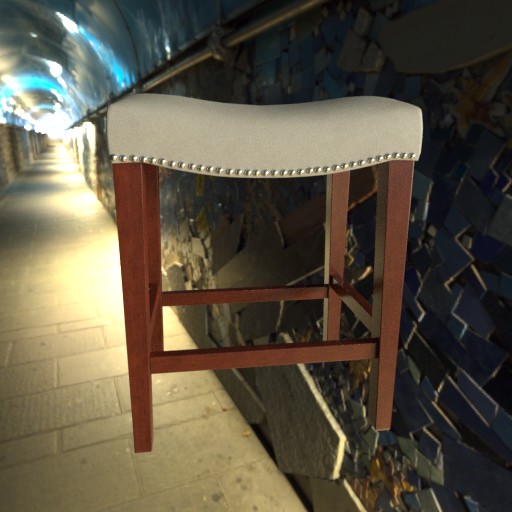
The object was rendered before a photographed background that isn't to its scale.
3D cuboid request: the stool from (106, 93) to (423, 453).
[{"bbox_3d":[0.000,0.000,0.933,0.509,0.632,0.375,-2,16,-8],"label":"stool"}]
